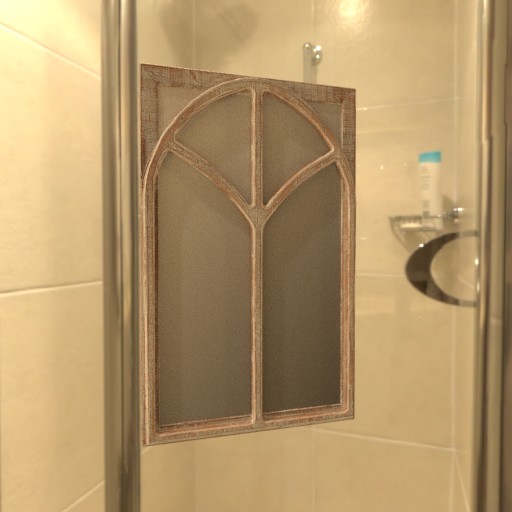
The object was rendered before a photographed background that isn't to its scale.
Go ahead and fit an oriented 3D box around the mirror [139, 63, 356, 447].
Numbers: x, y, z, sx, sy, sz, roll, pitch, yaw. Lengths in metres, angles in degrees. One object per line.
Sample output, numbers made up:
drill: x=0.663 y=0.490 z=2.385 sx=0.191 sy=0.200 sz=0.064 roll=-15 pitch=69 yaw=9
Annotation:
mirror: x=0.000 y=0.000 z=0.981 sx=0.495 sy=0.787 sz=0.058 roll=0 pitch=1 yaw=-17
